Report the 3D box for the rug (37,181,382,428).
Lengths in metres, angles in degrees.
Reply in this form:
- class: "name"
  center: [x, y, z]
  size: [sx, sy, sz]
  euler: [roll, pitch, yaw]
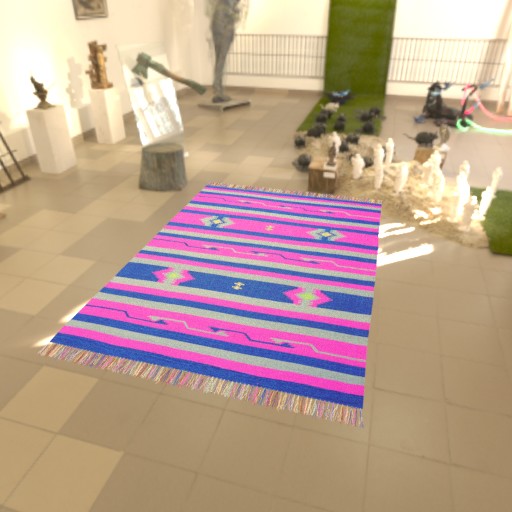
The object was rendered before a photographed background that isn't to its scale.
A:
- class: "rug"
  center: [0.000, 0.000, 2.896]
  size: [1.539, 0.013, 2.350]
  euler: [8, 32, 13]
